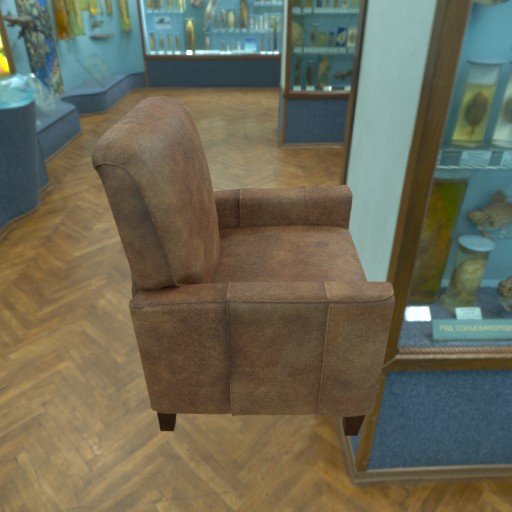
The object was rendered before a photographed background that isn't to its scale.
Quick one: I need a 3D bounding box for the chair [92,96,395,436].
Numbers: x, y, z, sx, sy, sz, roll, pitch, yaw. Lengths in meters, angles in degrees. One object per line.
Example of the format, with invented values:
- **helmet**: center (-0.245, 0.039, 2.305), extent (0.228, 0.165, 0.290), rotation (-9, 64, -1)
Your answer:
- **chair**: center (0.000, 0.000, 1.636), extent (0.836, 1.043, 0.843), rotation (1, 31, 1)
